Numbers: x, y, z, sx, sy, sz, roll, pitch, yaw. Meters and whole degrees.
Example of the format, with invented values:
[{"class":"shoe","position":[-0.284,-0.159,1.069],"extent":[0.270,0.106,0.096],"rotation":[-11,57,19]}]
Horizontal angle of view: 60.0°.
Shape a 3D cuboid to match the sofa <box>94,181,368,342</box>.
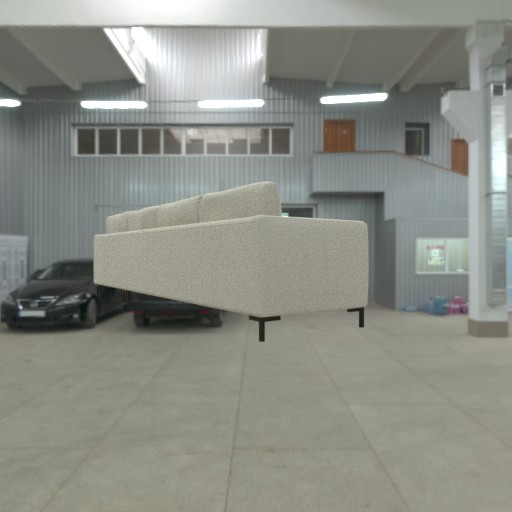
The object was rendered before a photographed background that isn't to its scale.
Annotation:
[{"class":"sofa","position":[0.000,0.000,3.889],"extent":[2.007,0.815,2.949],"rotation":[0,0,-35]}]
